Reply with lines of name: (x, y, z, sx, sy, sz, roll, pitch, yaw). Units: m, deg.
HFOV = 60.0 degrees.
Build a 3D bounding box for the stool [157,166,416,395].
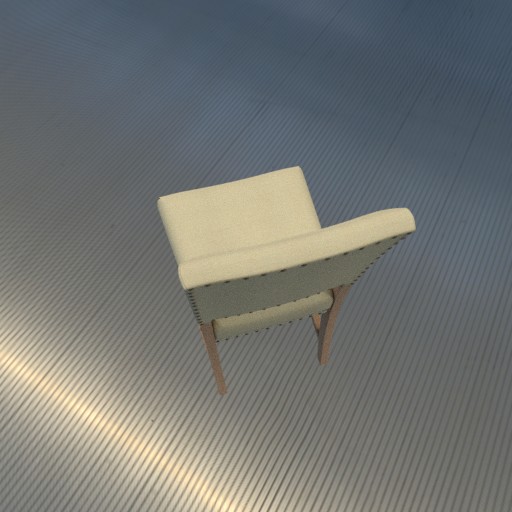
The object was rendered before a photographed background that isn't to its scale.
stool: (0.000, 0.000, 1.330, 0.508, 0.986, 0.623, -14, 60, -8)
